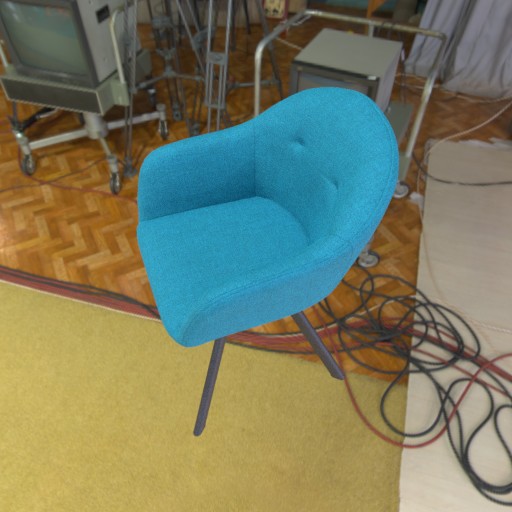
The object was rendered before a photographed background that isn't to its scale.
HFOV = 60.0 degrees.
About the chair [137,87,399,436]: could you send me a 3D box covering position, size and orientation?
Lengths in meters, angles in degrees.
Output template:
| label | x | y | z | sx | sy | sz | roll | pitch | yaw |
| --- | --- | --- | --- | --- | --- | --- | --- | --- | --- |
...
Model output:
| label | x | y | z | sx | sy | sz | roll | pitch | yaw |
| --- | --- | --- | --- | --- | --- | --- | --- | --- | --- |
| chair | 0.000 | 0.000 | 1.175 | 0.565 | 0.775 | 0.545 | -16 | 50 | -15 |
